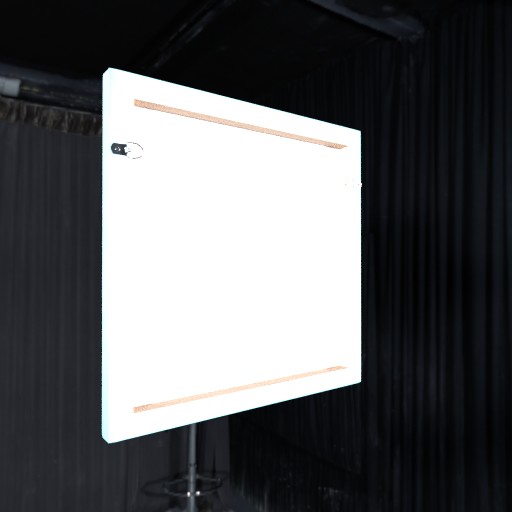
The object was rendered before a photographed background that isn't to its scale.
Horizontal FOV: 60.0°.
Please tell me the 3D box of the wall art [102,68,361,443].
[{"bbox_3d":[0.000,0.000,1.595,1.071,1.073,0.070,0,-1,-36],"label":"wall art"}]
